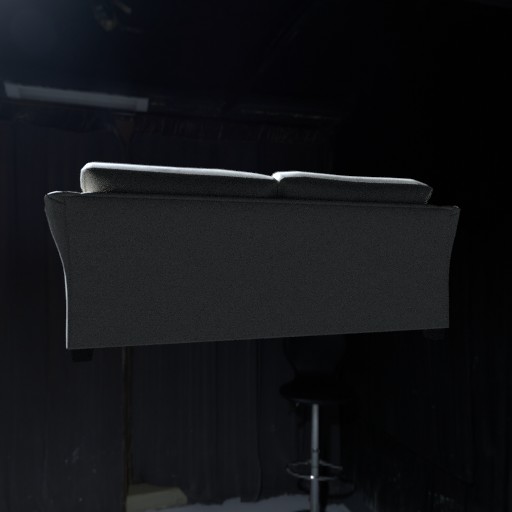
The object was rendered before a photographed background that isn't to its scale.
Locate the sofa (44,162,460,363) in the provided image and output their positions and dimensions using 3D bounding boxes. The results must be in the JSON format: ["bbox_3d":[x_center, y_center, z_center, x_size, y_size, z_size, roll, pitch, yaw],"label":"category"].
[{"bbox_3d":[0.000,0.000,2.744,2.270,0.965,0.980,0,0,-17],"label":"sofa"}]
